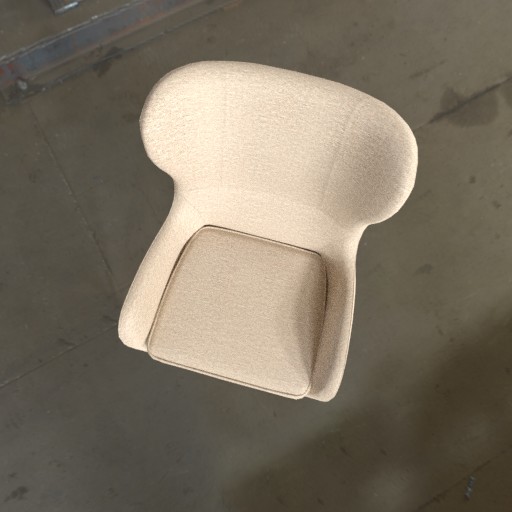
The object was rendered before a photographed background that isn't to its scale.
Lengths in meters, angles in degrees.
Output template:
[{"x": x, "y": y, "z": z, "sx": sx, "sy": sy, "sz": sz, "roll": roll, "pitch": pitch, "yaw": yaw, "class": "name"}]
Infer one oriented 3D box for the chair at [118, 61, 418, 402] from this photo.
[{"x": 0.000, "y": 0.000, "z": 1.753, "sx": 0.861, "sy": 1.064, "sz": 0.984, "roll": 15, "pitch": 75, "yaw": 4, "class": "chair"}]
